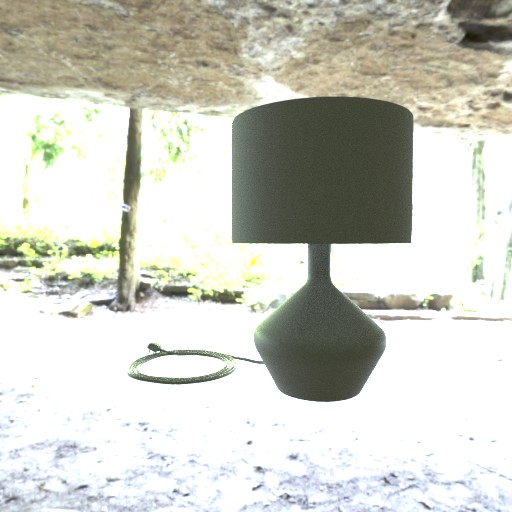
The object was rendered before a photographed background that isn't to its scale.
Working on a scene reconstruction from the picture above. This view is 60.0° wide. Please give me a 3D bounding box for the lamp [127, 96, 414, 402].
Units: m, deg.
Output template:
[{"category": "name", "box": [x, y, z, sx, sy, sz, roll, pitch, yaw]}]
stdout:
[{"category": "lamp", "box": [0.000, 0.000, 0.840, 0.401, 0.457, 0.546, -2, 3, -36]}]
